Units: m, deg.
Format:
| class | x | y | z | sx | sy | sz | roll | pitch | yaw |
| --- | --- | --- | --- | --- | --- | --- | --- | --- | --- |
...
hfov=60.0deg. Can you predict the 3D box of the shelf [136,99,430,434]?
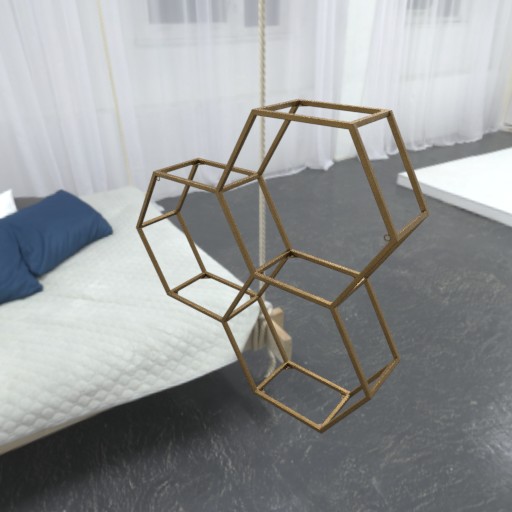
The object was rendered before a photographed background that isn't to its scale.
| class | x | y | z | sx | sy | sz | roll | pitch | yaw |
| --- | --- | --- | --- | --- | --- | --- | --- | --- | --- |
| shelf | 0.000 | 0.000 | 1.049 | 0.708 | 0.701 | 0.150 | 21 | 34 | 33 |
